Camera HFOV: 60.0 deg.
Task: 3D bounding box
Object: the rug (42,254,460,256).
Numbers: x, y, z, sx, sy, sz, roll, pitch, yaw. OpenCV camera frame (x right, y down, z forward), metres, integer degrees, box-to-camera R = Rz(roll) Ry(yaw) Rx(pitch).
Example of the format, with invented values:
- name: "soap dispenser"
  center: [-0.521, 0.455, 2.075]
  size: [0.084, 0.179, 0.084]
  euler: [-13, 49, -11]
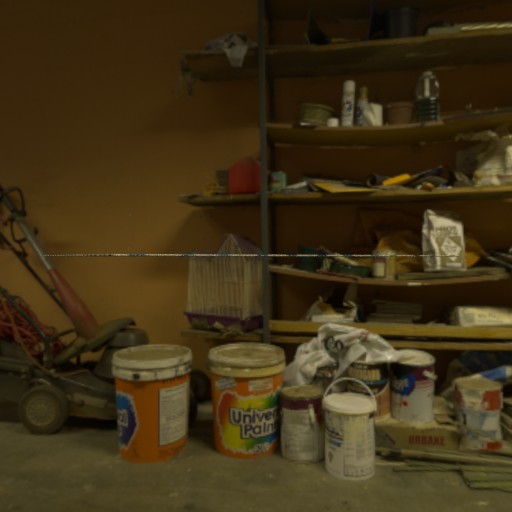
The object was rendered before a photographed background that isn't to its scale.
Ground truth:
- name: "rug"
  center: [0.000, 0.000, 3.050]
  size: [2.439, 0.008, 1.531]
  euler: [0, 0, -35]
